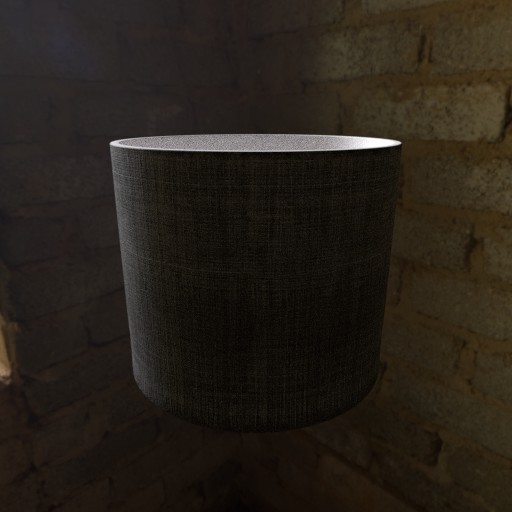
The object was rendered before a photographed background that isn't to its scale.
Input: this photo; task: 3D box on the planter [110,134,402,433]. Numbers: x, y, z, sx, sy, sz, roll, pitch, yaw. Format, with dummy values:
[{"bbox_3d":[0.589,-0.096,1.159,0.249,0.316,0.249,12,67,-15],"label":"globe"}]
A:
[{"bbox_3d":[0.000,0.000,0.437,0.254,0.221,0.254,0,18,0],"label":"planter"}]
